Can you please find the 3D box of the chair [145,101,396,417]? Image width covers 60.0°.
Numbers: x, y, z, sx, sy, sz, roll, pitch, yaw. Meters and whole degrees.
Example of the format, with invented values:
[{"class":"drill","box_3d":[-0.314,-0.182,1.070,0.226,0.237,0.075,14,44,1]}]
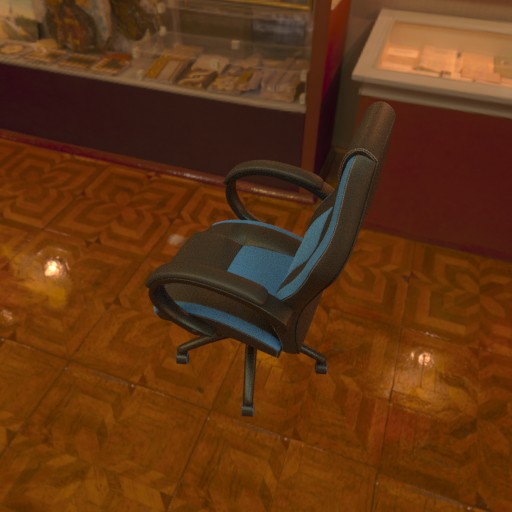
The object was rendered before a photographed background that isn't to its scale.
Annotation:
[{"class":"chair","box_3d":[0.000,0.000,1.609,0.724,1.187,0.673,16,48,15]}]
